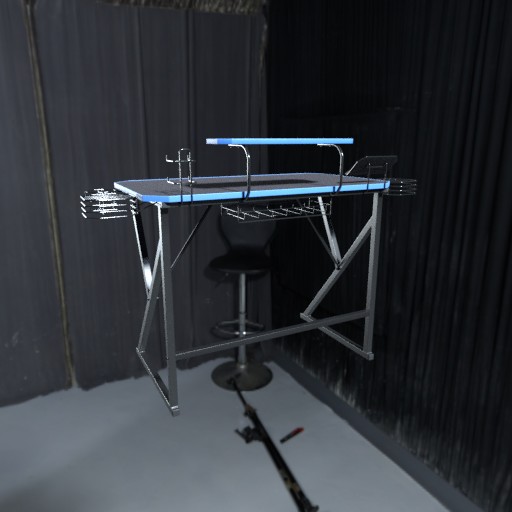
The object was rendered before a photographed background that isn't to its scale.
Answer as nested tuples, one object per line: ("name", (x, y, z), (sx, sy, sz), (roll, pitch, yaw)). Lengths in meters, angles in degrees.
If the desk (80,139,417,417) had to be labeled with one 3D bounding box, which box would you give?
("desk", (0.000, 0.000, 1.779), (1.295, 0.909, 0.594), (-8, 17, -27))
